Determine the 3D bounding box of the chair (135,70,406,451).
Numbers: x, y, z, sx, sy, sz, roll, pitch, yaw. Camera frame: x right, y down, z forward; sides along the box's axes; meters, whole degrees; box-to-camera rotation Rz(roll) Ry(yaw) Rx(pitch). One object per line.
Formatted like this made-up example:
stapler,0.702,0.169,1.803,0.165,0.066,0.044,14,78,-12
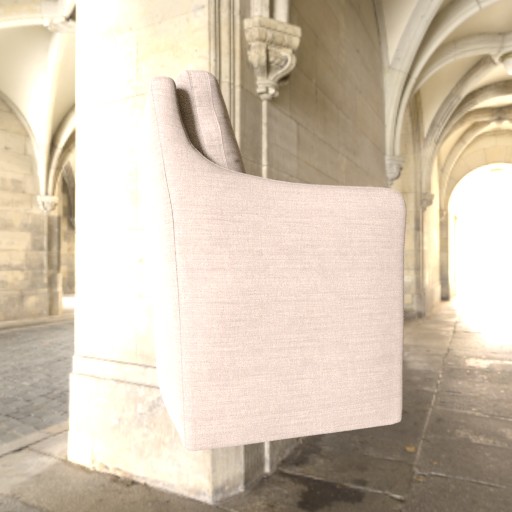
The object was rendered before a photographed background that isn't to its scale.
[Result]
chair,0.000,0.000,1.369,0.694,0.914,0.626,0,-1,-19
